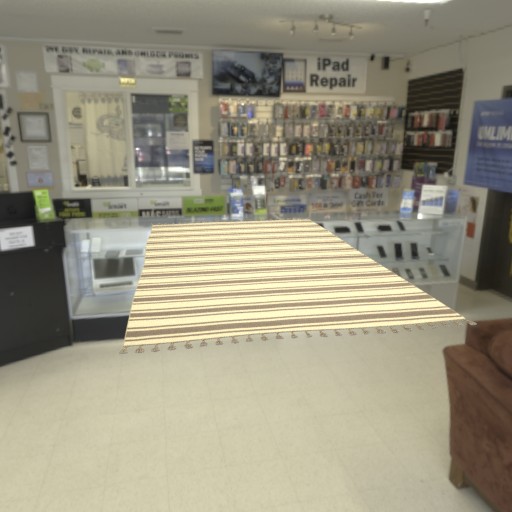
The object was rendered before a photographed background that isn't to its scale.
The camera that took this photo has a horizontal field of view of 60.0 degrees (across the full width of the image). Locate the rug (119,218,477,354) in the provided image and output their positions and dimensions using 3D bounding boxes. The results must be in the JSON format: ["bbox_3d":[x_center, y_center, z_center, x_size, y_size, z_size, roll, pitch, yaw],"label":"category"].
[{"bbox_3d":[0.000,0.000,2.453,1.229,0.011,2.096,-3,16,-10],"label":"rug"}]
